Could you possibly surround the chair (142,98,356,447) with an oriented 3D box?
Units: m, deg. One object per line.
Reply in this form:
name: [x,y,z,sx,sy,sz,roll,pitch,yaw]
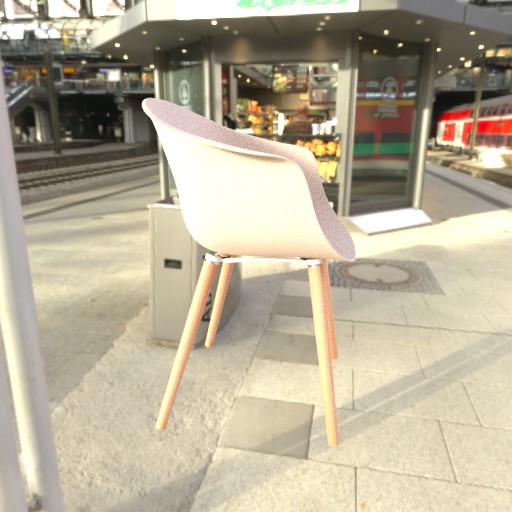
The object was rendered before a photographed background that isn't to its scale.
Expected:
chair: [0.000,0.000,1.157,0.504,0.781,0.593,3,16,9]
